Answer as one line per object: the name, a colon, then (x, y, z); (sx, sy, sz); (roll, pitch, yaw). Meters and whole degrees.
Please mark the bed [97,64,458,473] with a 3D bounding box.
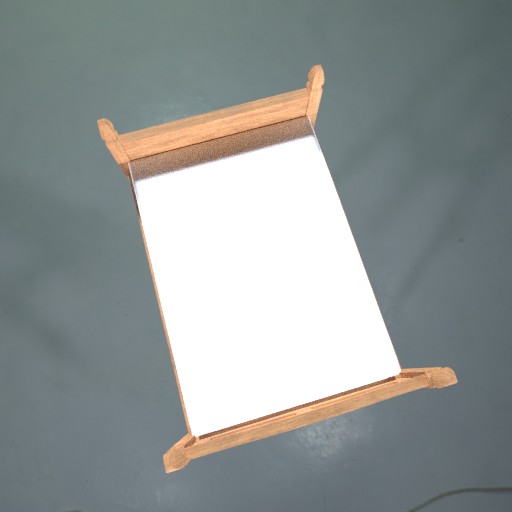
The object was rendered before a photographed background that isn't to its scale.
bed: (0.000, 0.000, 2.864); (1.490, 1.100, 2.069); (-16, 75, -4)
